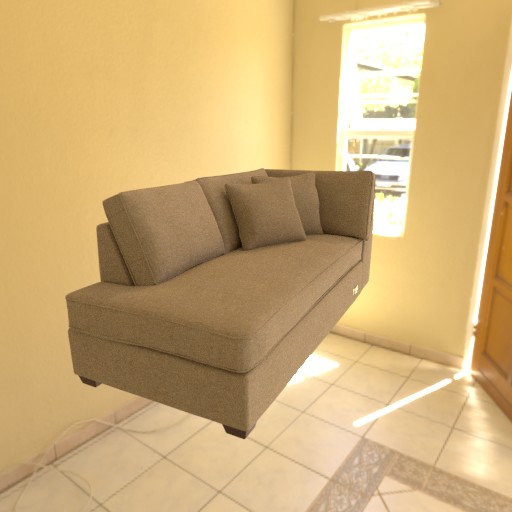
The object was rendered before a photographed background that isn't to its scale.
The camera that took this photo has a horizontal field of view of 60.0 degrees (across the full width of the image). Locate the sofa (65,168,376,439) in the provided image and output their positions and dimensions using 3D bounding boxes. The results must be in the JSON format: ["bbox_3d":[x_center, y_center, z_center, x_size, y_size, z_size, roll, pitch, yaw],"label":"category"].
[{"bbox_3d":[0.000,0.000,2.941,1.110,1.019,2.238,8,18,26],"label":"sofa"}]
